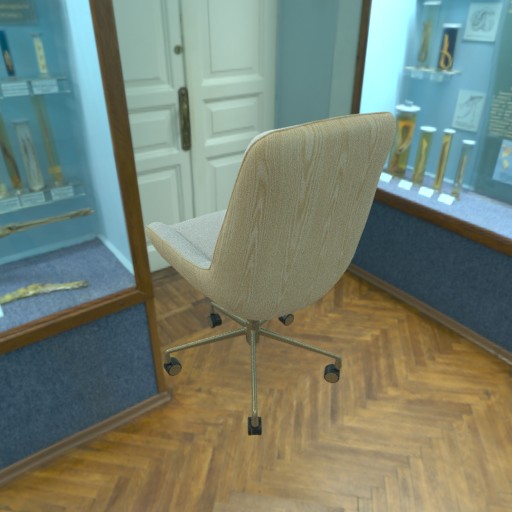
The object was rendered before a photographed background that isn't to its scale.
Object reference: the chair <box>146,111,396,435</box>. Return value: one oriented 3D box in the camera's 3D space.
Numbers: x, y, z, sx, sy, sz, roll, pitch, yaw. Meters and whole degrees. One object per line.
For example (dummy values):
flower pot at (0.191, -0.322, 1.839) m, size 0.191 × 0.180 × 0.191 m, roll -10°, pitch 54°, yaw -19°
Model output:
chair at (0.000, 0.000, 1.376) m, size 0.564 × 0.952 × 0.668 m, roll -18°, pitch 35°, yaw -29°
